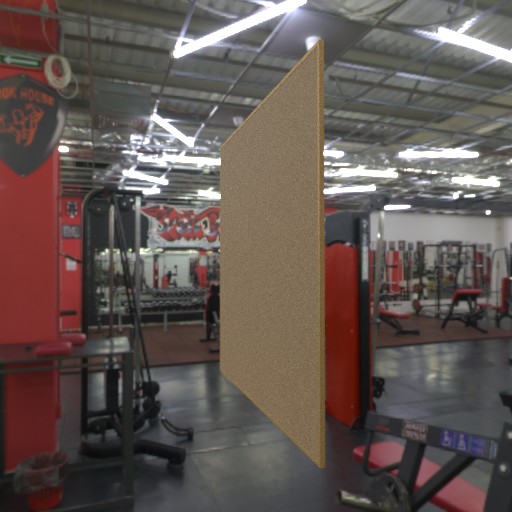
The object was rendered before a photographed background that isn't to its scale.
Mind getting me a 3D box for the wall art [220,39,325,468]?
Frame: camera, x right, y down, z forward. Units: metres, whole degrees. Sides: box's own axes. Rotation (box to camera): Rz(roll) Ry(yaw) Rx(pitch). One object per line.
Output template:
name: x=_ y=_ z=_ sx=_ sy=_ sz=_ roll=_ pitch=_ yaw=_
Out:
wall art: x=0.000 y=0.000 z=1.450 sx=0.013 sy=0.959 sz=0.962 roll=0 pitch=-1 yaw=-18
